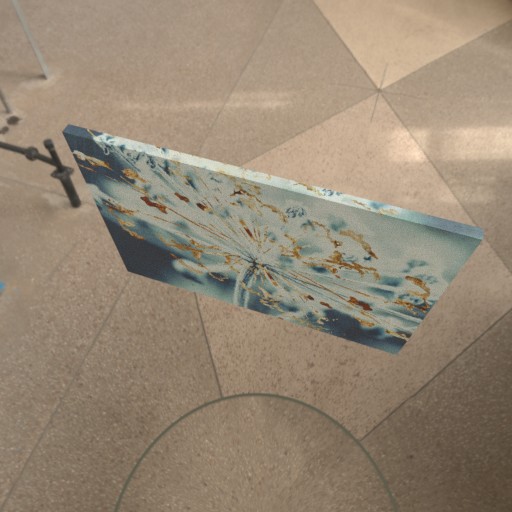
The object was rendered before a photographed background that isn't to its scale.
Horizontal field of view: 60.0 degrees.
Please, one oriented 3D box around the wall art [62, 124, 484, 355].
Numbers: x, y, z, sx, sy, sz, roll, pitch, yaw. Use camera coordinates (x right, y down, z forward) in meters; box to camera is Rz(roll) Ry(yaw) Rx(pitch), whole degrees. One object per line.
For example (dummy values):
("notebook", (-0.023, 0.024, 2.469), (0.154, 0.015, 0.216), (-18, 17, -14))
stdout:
("wall art", (0.000, 0.000, 1.469), (1.138, 0.759, 0.035), (16, 58, 10))
